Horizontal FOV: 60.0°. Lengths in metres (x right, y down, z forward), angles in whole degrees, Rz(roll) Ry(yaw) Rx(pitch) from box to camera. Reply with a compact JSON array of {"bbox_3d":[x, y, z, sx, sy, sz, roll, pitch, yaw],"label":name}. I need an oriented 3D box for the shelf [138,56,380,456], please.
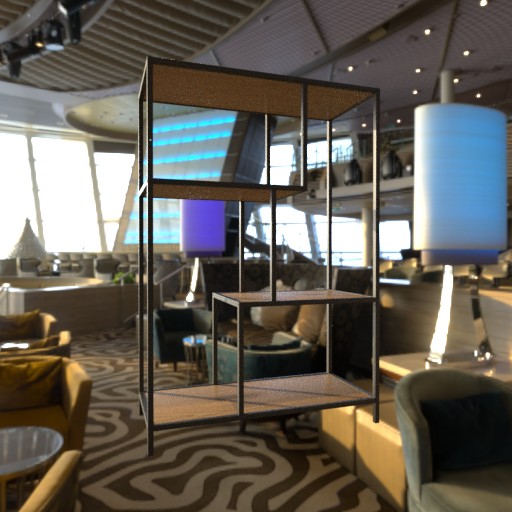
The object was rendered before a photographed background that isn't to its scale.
[{"bbox_3d":[0.000,0.000,1.549,0.770,1.138,0.350,0,0,-19],"label":"shelf"}]
